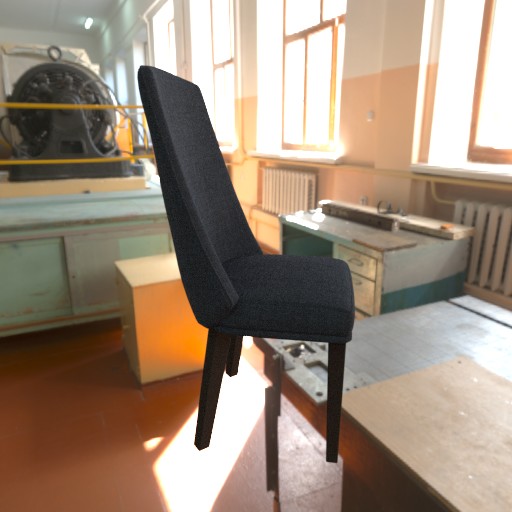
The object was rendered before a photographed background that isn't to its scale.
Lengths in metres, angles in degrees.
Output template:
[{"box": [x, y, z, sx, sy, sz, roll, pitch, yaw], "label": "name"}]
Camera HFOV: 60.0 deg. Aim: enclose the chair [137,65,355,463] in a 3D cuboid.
[{"box": [0.000, 0.000, 1.321, 0.577, 1.050, 0.510, 3, 16, 9], "label": "chair"}]
